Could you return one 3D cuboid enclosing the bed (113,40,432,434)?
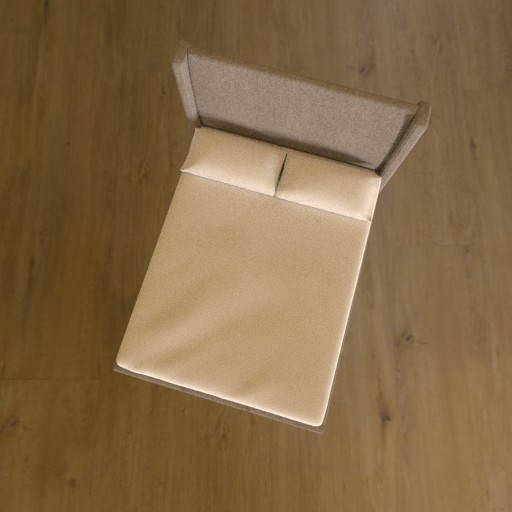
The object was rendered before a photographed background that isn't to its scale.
[{"bbox_3d":[0.000,0.000,3.350,1.714,1.476,2.245,16,77,4],"label":"bed"}]
